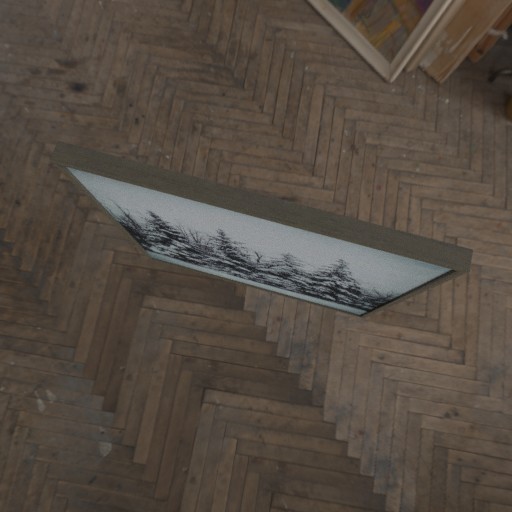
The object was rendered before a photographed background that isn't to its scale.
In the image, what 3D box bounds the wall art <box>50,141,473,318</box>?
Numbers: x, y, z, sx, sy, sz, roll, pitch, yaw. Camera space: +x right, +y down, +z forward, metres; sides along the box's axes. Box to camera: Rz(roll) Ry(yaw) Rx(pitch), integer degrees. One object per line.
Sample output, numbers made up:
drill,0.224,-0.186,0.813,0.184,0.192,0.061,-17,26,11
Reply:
wall art,0.000,0.000,1.143,0.758,0.758,0.039,15,77,4
